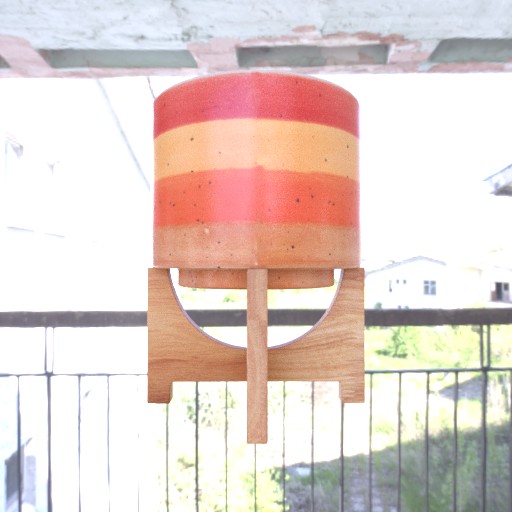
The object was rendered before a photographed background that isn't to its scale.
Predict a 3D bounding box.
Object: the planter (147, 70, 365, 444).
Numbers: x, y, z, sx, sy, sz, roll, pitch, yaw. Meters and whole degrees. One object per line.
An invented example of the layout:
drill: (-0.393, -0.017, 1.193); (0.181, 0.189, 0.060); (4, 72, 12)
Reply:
planter: (0.000, 0.000, 0.412); (0.199, 0.268, 0.199); (0, -1, 0)
